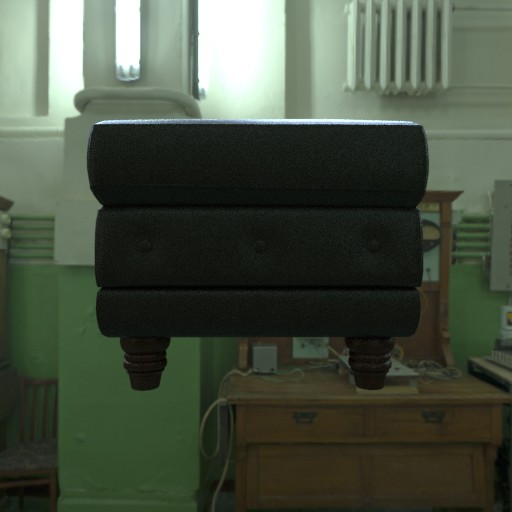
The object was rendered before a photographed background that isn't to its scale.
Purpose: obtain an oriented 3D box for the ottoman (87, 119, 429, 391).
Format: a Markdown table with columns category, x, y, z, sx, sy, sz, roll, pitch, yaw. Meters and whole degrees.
| category | x | y | z | sx | sy | sz | roll | pitch | yaw |
| --- | --- | --- | --- | --- | --- | --- | --- | --- | --- |
| ottoman | 0.000 | 0.000 | 1.134 | 0.590 | 0.498 | 0.795 | 0 | 0 | 0 |
